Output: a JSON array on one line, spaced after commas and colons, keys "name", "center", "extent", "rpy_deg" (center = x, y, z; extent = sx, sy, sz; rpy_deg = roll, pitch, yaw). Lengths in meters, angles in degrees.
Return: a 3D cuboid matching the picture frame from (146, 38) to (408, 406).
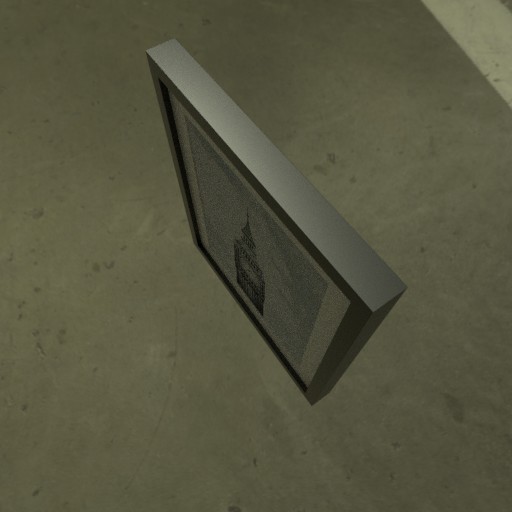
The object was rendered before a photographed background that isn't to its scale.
[{"name": "picture frame", "center": [0.000, 0.000, 0.539], "extent": [0.034, 0.378, 0.328], "rpy_deg": [-32, 66, -16]}]
